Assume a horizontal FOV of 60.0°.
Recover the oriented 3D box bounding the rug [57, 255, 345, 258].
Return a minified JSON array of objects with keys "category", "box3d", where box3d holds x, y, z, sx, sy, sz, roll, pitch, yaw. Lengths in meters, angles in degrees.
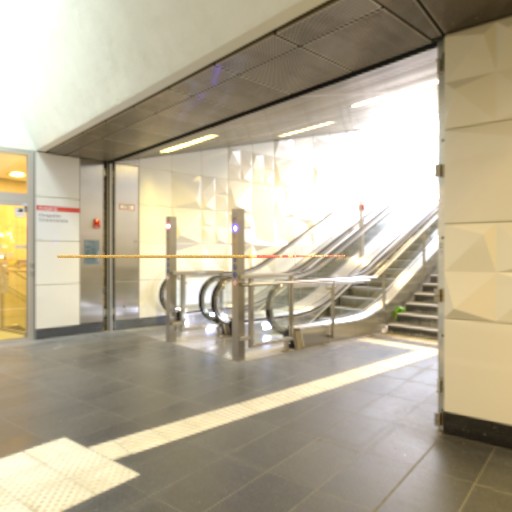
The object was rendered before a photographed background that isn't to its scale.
[{"category":"rug","box3d":[0.000,0.000,2.722,0.787,0.011,2.458,0,0,18]}]
